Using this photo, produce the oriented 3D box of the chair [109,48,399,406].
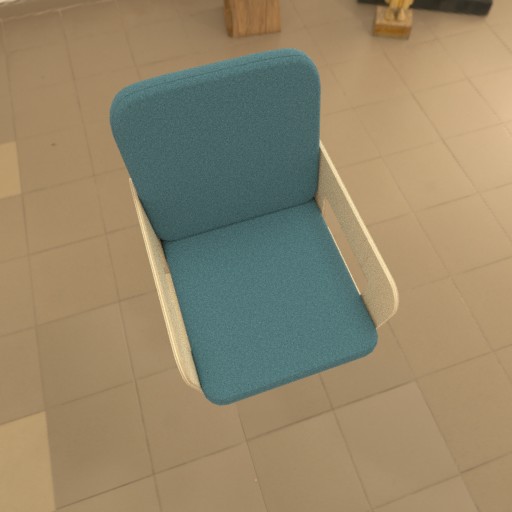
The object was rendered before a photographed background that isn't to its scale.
[{"bbox_3d":[0.000,0.000,1.184,0.547,0.747,0.657,-17,64,-8],"label":"chair"}]
